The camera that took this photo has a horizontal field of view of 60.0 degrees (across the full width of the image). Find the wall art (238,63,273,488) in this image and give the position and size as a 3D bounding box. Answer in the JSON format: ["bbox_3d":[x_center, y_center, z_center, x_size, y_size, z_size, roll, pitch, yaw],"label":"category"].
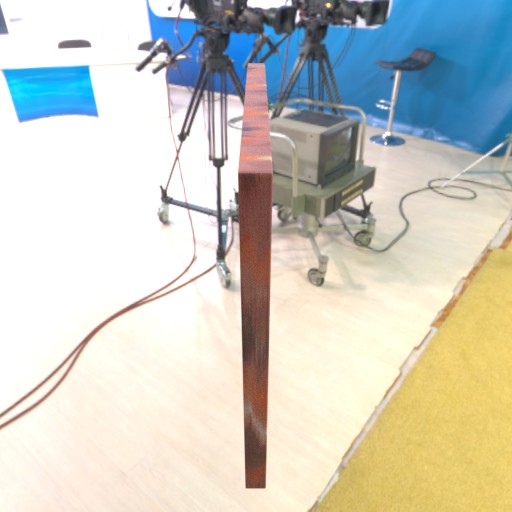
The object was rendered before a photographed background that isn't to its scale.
[{"bbox_3d":[0.000,0.000,0.882,0.037,0.609,0.603,0,34,0],"label":"wall art"}]
